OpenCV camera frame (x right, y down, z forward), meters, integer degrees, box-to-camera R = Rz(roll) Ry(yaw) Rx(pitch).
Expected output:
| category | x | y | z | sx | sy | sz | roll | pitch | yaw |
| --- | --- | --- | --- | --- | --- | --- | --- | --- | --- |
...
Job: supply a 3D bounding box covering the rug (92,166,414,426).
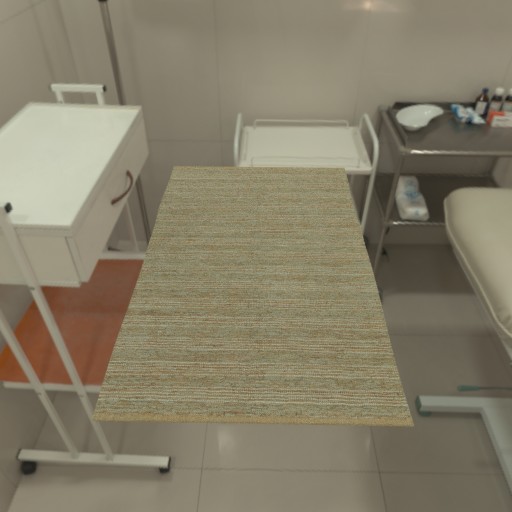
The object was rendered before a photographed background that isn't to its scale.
| category | x | y | z | sx | sy | sz | roll | pitch | yaw |
| --- | --- | --- | --- | --- | --- | --- | --- | --- | --- |
| rug | 0.000 | 0.000 | 3.028 | 1.540 | 0.012 | 2.448 | 1 | 40 | 1 |
